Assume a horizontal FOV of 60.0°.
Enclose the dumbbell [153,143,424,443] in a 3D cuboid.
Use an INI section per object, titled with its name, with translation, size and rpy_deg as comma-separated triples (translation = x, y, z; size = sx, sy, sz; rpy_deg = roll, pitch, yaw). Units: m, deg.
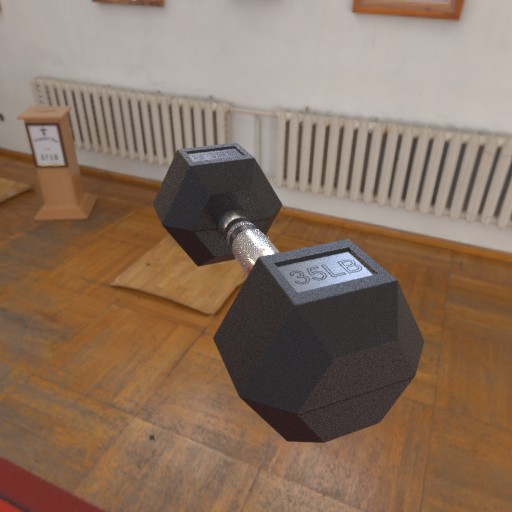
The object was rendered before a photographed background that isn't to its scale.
[dumbbell]
translation = 0.000, 0.000, 0.418
size = 0.141, 0.123, 0.356
rpy_deg = -11, 33, -18
